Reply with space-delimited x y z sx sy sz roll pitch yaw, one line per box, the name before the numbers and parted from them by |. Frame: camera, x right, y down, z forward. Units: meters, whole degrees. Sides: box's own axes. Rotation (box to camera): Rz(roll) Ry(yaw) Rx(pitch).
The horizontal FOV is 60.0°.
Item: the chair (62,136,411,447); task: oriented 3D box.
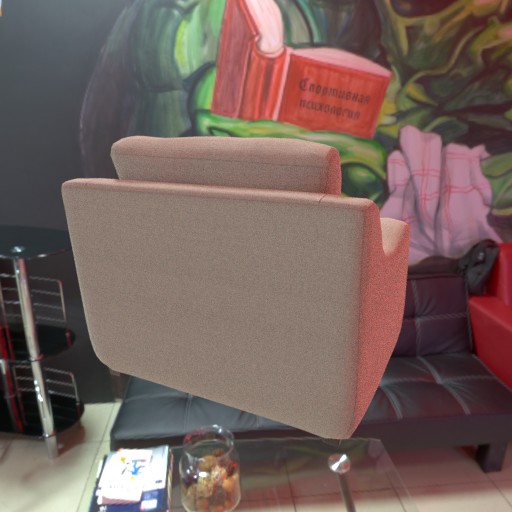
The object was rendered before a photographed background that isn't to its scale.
chair | 0.000 0.000 1.929 1.178 1.016 1.009 8 18 26
